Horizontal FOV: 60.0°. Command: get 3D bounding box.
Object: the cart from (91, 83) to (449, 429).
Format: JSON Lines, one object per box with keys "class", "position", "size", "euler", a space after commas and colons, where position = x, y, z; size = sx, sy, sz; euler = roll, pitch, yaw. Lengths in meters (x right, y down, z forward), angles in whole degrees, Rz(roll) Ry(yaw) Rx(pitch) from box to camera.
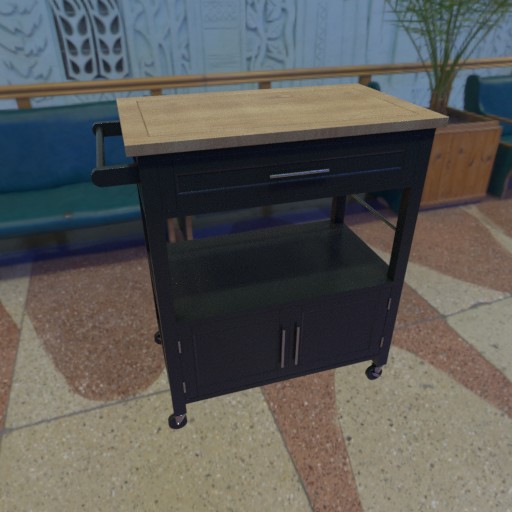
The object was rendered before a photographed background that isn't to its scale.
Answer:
{"class": "cart", "position": [0.000, 0.000, 1.386], "size": [0.840, 0.901, 0.459], "euler": [-9, 32, -15]}
